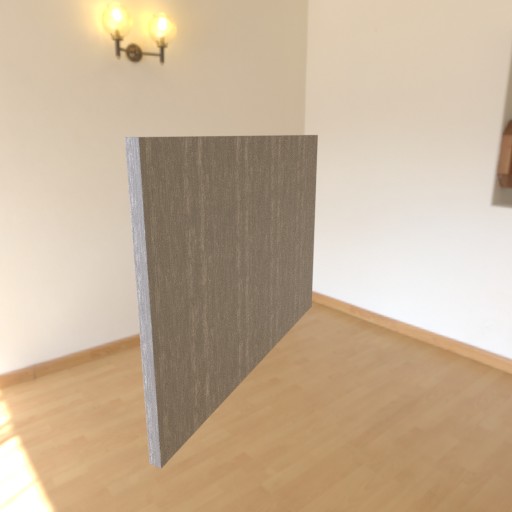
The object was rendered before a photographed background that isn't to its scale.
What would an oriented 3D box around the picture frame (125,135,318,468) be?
[{"bbox_3d":[0.000,0.000,1.222,0.029,0.640,0.950,7,17,24],"label":"picture frame"}]
